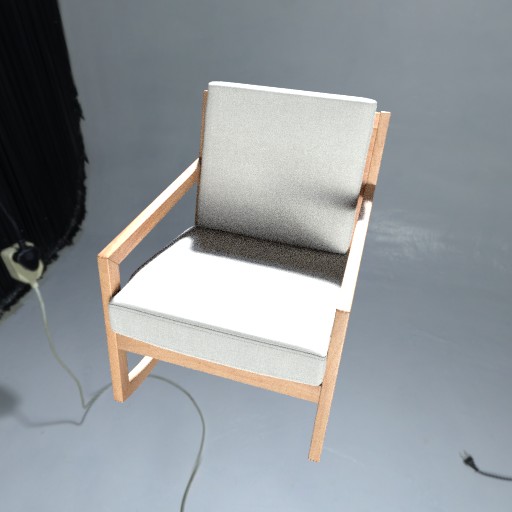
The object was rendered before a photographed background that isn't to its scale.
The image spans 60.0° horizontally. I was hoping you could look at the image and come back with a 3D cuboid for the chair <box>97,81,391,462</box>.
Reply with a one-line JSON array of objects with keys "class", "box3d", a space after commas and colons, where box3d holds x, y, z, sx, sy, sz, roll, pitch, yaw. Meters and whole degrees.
[{"class": "chair", "box3d": [0.000, 0.000, 1.370, 0.622, 0.790, 0.857, 12, 42, 13]}]
